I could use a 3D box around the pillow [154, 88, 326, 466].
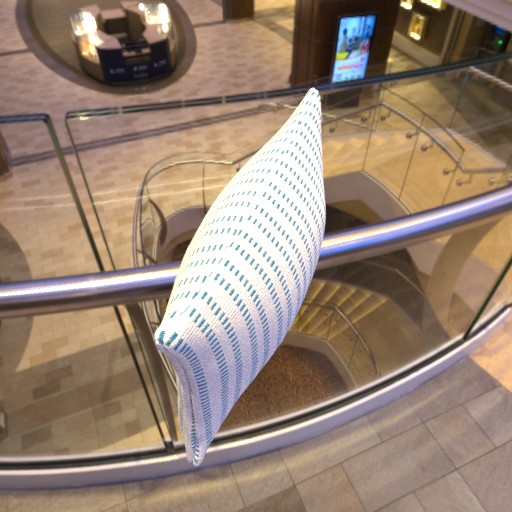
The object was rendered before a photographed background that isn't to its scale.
[{"bbox_3d":[0.000,0.000,0.798,0.210,0.353,0.640,15,48,14],"label":"pillow"}]
